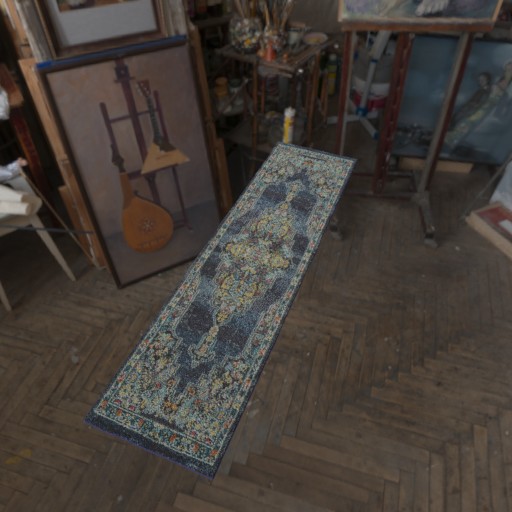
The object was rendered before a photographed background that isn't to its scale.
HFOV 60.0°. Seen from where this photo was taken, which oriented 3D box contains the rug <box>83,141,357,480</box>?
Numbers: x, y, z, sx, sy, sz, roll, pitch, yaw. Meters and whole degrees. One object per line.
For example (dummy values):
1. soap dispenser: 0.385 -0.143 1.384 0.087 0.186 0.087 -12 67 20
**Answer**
1. rug: 0.000 0.000 2.467 0.602 0.016 2.283 17 49 15
